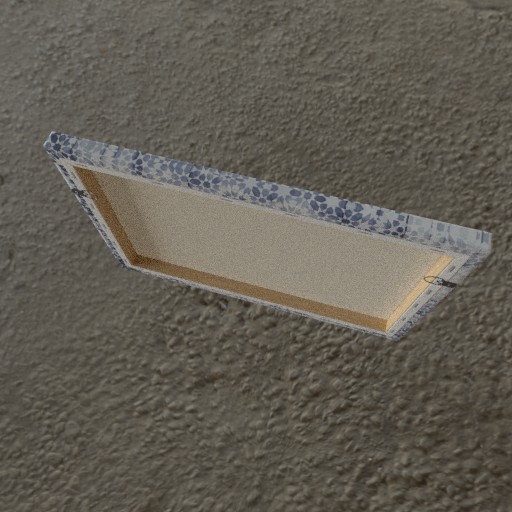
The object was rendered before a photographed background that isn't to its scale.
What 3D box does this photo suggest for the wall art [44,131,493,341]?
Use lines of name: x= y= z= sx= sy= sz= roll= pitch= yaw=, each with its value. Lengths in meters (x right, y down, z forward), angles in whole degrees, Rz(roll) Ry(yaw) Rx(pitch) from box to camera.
wall art: x=0.000 y=0.000 z=0.764 sx=0.608 sy=0.406 sz=0.030 roll=14 pitch=65 yaw=7
